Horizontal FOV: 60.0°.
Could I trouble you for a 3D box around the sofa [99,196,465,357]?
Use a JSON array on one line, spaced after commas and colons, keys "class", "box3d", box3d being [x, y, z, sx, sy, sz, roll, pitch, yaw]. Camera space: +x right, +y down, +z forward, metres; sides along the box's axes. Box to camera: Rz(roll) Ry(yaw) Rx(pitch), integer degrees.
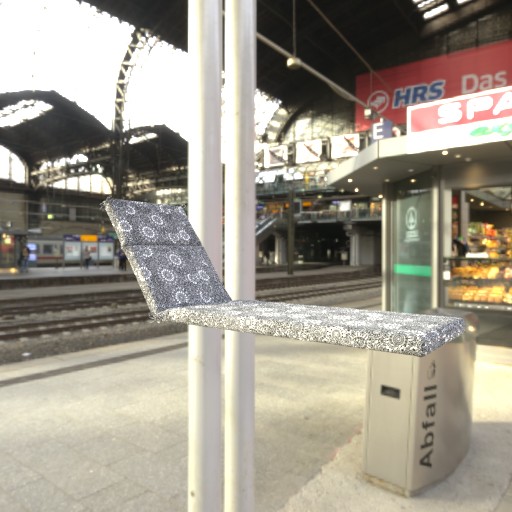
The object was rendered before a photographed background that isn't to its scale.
[{"class": "sofa", "box3d": [0.000, 0.000, 2.019, 1.663, 0.622, 0.582, 0, 0, 38]}]
